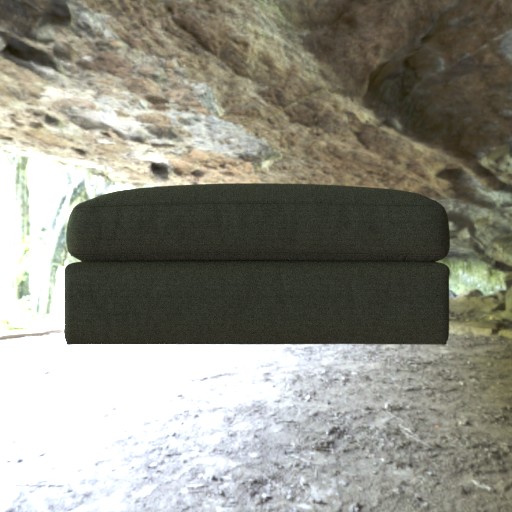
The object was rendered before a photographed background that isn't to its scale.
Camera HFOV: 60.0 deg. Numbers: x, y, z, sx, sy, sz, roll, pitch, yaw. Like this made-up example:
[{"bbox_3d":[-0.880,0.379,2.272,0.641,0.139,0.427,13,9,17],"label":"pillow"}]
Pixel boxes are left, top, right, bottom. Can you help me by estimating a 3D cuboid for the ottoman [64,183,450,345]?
[{"bbox_3d":[0.000,0.000,1.670,1.041,0.470,1.041,0,0,0],"label":"ottoman"}]
